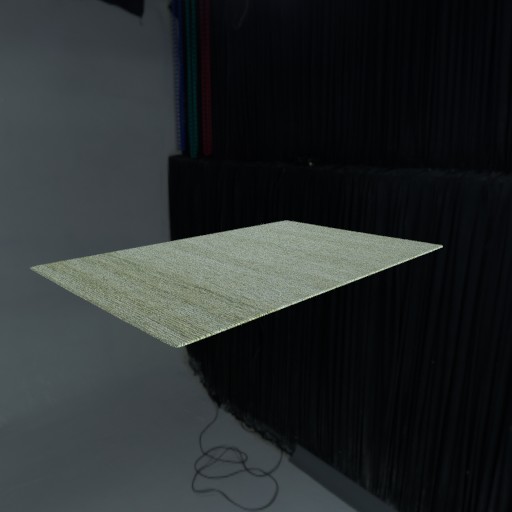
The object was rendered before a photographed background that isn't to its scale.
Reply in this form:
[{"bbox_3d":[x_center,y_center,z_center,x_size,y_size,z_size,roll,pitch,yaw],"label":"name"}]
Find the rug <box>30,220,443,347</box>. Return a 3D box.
[{"bbox_3d":[0.000,0.000,2.204,1.758,0.010,1.143,-14,20,-43],"label":"rug"}]
